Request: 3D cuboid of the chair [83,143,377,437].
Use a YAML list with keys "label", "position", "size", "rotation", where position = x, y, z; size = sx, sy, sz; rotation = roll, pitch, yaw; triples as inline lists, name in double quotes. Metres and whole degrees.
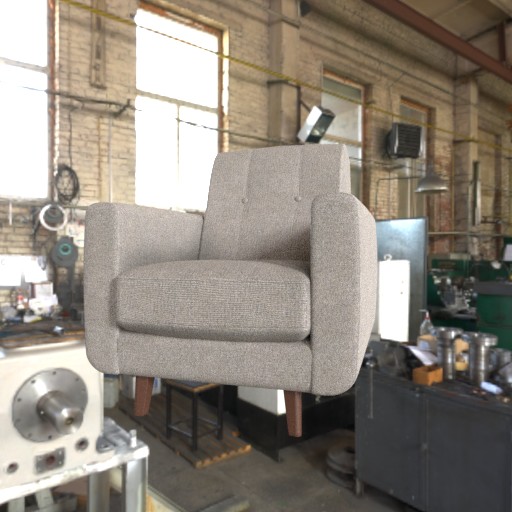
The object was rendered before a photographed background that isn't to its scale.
- label: "chair"
  position: [0.000, 0.000, 1.662]
  size: [0.845, 0.968, 0.942]
  rotation: [0, 0, 18]
